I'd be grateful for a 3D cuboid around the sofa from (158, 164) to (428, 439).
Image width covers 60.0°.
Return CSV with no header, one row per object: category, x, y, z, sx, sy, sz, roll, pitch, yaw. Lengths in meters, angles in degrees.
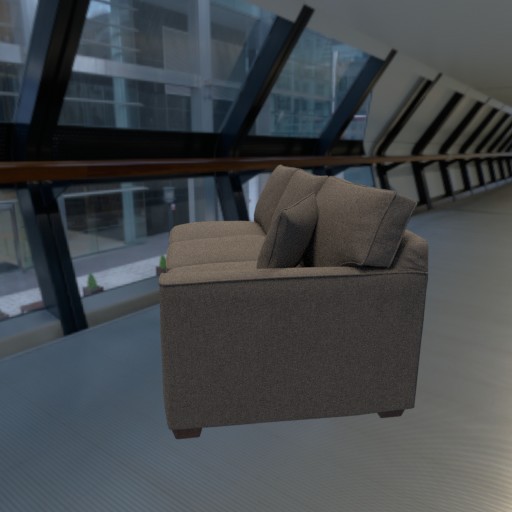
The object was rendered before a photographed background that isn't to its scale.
sofa,0.000,0.000,2.557,1.034,0.946,1.963,-2,15,-9
